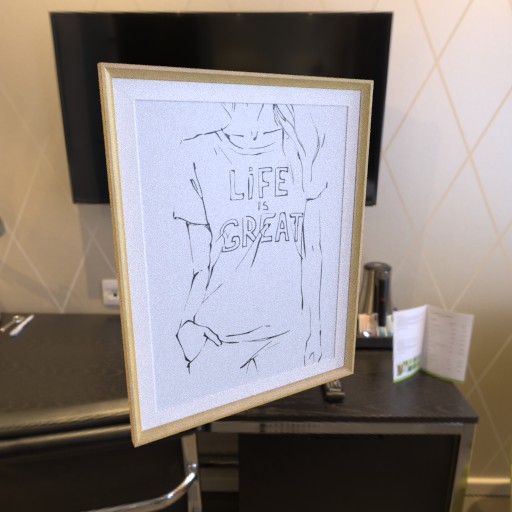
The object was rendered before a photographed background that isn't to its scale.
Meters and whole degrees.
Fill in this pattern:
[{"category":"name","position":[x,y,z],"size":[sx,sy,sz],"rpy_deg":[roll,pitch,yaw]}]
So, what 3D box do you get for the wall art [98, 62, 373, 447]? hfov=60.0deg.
[{"category":"wall art","position":[0.000,0.000,1.308],"size":[0.798,1.002,0.030],"rpy_deg":[-9,18,-28]}]
